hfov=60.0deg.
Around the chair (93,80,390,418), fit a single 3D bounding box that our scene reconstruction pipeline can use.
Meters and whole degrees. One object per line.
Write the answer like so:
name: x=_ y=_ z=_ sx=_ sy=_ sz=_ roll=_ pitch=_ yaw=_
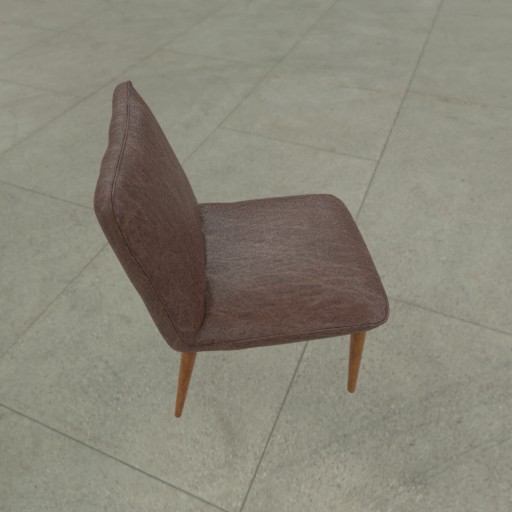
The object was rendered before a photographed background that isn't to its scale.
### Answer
chair: x=0.000 y=0.000 z=1.186 sx=0.645 sy=0.803 sz=0.543 roll=-9 pitch=46 yaw=-9
